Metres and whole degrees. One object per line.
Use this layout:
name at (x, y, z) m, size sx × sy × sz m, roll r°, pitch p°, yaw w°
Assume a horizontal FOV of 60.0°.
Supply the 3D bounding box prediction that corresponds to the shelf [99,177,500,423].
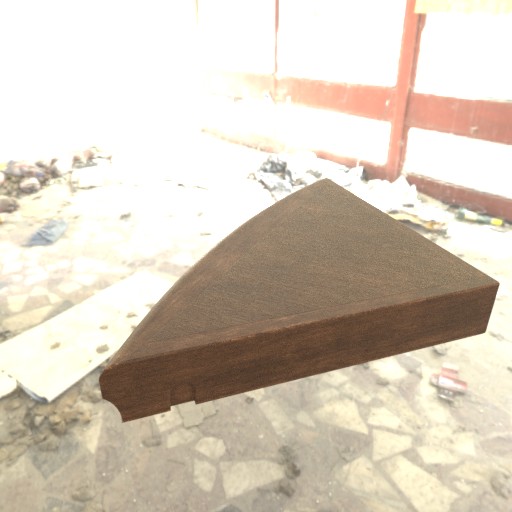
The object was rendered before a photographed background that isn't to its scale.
shelf at (0.000, 0.000, 0.452) m, size 0.310 × 0.050 × 0.310 m, roll -9°, pitch 29°, yaw -17°
